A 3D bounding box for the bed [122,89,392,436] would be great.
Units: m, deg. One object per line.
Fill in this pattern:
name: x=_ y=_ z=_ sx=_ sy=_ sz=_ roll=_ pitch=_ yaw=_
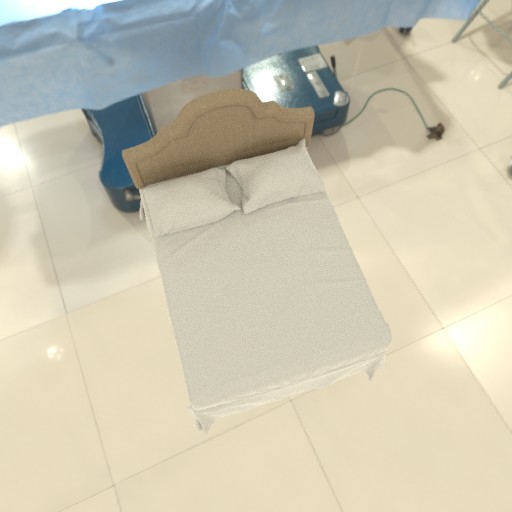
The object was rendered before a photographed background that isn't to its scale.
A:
bed: x=0.000 y=0.000 z=3.531 sx=1.780 sy=1.634 sz=2.222 roll=-16 pitch=65 yaw=-7
